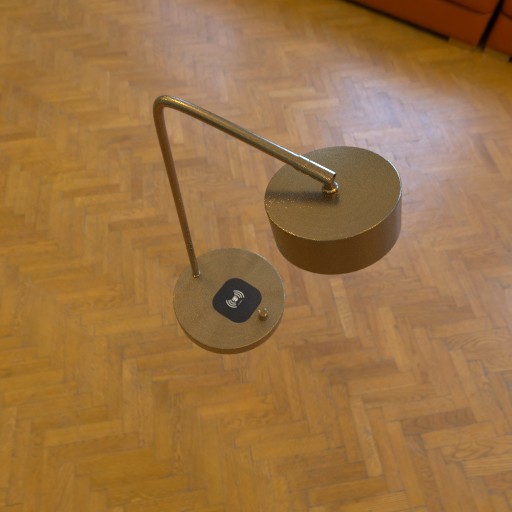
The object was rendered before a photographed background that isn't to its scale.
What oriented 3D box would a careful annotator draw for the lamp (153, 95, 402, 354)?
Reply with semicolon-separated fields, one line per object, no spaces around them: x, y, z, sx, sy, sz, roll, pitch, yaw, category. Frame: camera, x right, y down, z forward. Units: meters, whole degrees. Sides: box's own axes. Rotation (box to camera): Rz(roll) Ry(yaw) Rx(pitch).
0.000;0.000;0.521;0.270;0.380;0.171;31;64;17;lamp
